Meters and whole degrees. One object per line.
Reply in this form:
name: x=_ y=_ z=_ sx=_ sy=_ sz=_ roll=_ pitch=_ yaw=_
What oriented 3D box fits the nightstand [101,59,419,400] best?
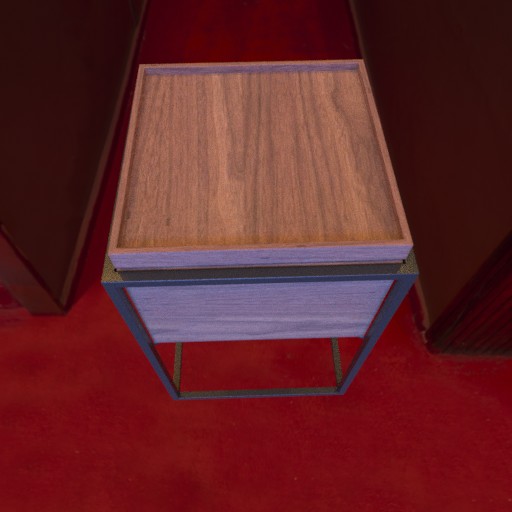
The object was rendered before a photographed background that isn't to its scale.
nightstand: x=0.000 y=0.000 z=0.880 sx=0.397 sy=0.607 sz=0.397 roll=-2 pitch=58 yaw=-1
